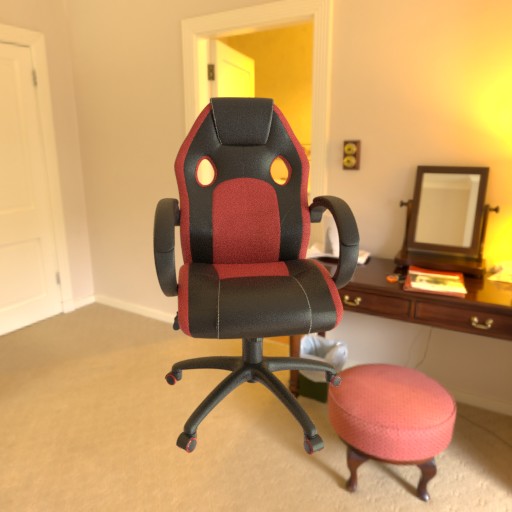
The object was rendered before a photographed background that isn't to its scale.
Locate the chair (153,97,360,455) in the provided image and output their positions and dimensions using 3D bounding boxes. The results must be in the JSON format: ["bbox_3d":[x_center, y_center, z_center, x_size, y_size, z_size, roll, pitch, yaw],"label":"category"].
[{"bbox_3d":[0.000,0.000,1.667,0.750,1.189,0.783,-2,15,-7],"label":"chair"}]
